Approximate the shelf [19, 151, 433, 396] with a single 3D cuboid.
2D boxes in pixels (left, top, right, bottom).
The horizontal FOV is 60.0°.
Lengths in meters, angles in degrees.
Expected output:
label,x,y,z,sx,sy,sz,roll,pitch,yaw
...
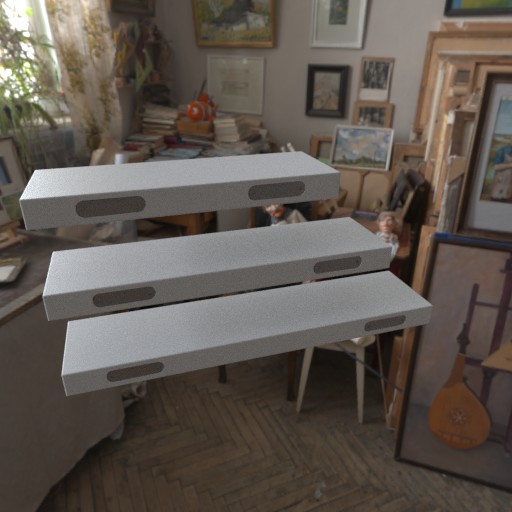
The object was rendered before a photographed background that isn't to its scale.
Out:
label,x,y,z,sx,sy,sz,roll,pitch,yaw
shelf,0.000,0.000,0.710,0.610,0.293,0.140,-8,27,-16
